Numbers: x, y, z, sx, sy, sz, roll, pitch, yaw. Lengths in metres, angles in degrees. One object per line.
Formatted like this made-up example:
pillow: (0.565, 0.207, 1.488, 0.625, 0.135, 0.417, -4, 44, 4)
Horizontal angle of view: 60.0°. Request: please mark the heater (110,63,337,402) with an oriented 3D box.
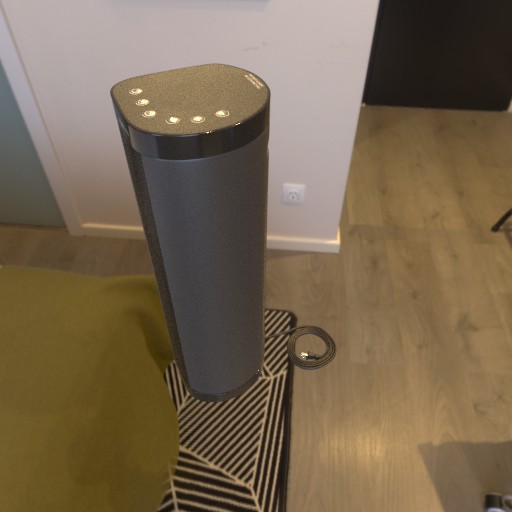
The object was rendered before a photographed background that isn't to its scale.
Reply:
heater: (0.000, 0.000, 0.703, 0.312, 0.552, 0.174, -18, 48, -17)
